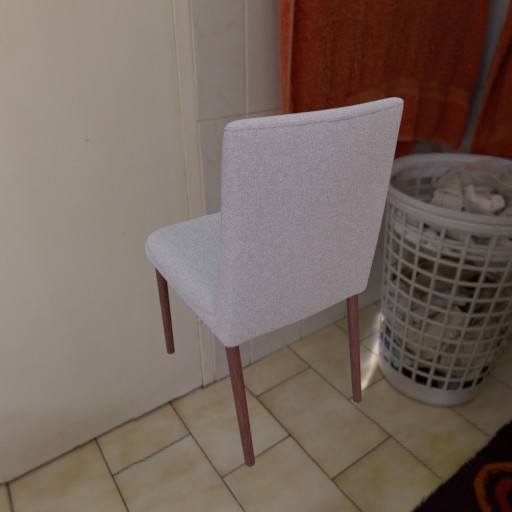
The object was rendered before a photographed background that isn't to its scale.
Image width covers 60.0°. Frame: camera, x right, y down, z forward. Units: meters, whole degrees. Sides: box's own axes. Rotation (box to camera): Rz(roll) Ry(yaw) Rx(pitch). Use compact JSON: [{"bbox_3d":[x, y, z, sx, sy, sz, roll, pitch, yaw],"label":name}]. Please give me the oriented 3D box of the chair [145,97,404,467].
[{"bbox_3d":[0.000,0.000,1.196,0.456,0.859,0.570,-18,34,-28],"label":"chair"}]
